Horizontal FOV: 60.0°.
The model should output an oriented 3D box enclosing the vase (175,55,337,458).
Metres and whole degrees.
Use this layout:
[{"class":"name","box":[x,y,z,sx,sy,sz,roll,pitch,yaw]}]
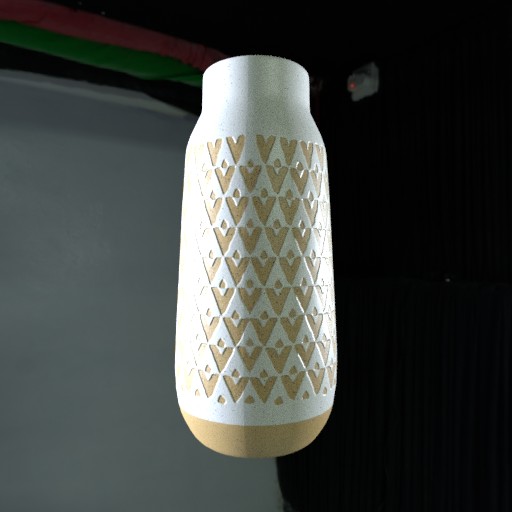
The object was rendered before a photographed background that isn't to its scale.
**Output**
[{"class":"vase","box":[0.000,0.000,0.382,0.137,0.307,0.137,0,0,0]}]
